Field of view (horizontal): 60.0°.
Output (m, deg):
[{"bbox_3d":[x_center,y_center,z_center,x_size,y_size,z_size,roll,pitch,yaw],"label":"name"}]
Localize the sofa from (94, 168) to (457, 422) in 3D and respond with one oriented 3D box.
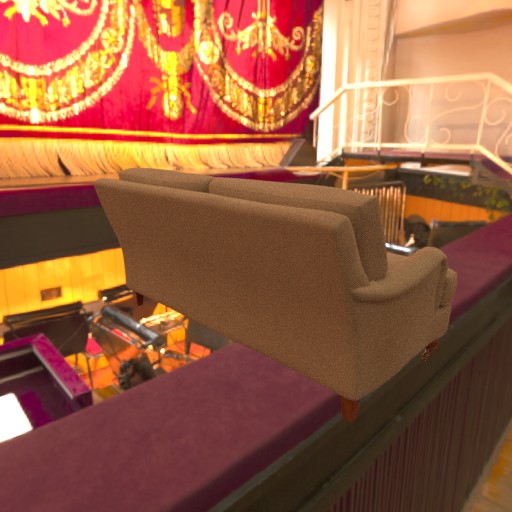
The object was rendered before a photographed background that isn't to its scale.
[{"bbox_3d":[0.000,0.000,2.691,1.091,0.997,2.070,-14,21,-41],"label":"sofa"}]
